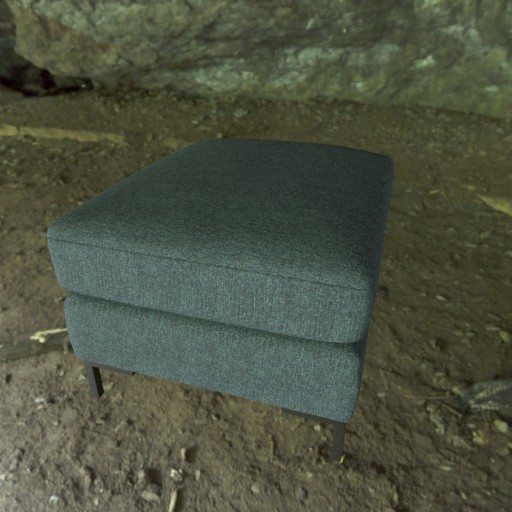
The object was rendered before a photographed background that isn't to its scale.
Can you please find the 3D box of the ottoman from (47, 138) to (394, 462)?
[{"bbox_3d":[0.000,0.000,1.278,0.695,0.533,0.831,8,29,15],"label":"ottoman"}]
